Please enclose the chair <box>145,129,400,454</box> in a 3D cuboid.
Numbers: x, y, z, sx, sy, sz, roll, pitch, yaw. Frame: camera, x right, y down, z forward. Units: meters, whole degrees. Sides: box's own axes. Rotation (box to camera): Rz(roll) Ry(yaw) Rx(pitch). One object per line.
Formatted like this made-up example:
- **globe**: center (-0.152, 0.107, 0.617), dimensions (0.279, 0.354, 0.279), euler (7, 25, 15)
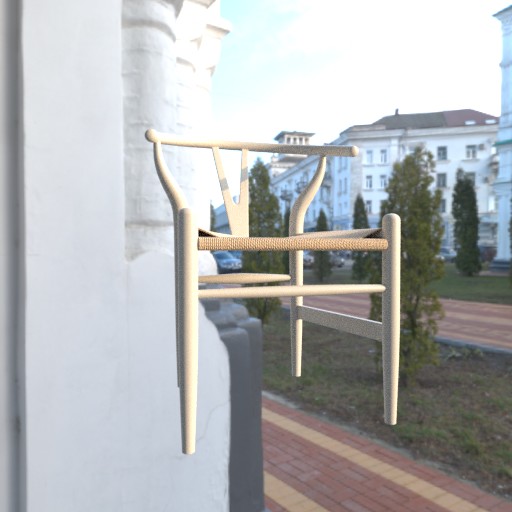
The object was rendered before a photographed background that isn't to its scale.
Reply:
- **chair**: center (0.000, 0.000, 1.159), dimensions (0.569, 0.730, 0.579), euler (0, 1, -18)
